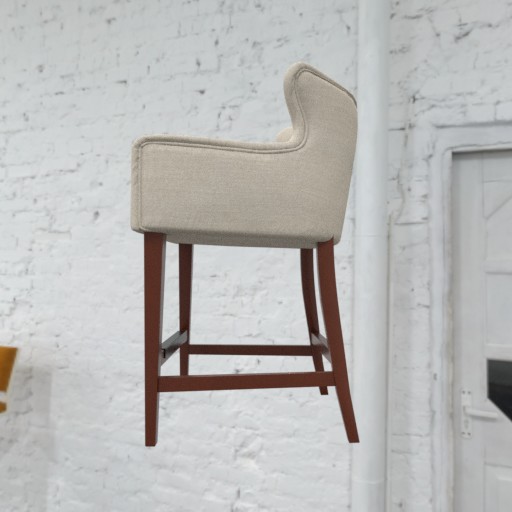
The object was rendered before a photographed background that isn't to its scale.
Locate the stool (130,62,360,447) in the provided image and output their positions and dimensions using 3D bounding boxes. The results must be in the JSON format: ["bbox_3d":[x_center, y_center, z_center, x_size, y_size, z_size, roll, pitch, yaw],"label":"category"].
[{"bbox_3d":[0.000,0.000,1.404,0.637,0.987,0.615,0,-2,0],"label":"stool"}]
